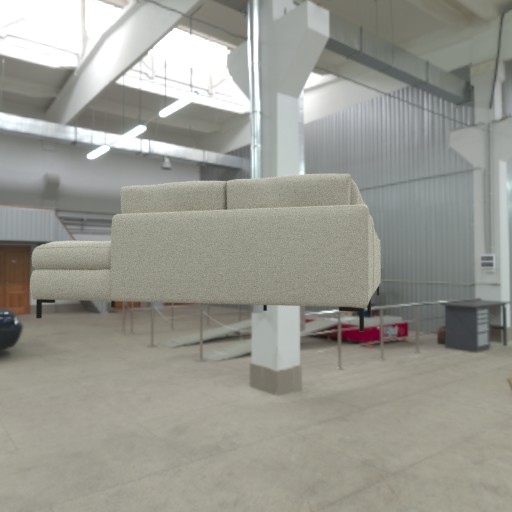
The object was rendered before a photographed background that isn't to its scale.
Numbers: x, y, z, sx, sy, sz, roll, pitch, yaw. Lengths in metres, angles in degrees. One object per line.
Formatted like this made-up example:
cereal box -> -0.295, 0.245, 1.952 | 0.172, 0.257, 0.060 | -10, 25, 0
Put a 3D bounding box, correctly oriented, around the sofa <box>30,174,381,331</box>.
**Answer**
sofa -> 0.000, 0.000, 3.801 | 2.007, 0.815, 2.949 | 0, -1, 17
